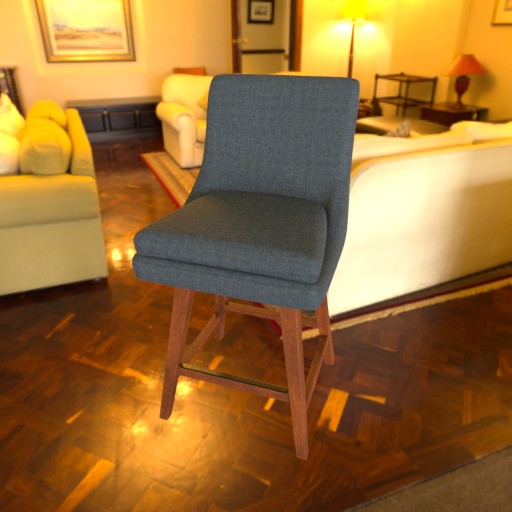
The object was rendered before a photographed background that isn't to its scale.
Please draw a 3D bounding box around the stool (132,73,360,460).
[{"bbox_3d":[0.000,0.000,1.226,0.467,0.895,0.524,9,28,17],"label":"stool"}]
